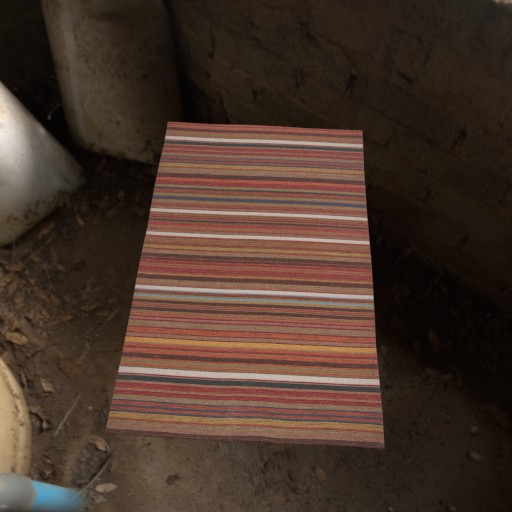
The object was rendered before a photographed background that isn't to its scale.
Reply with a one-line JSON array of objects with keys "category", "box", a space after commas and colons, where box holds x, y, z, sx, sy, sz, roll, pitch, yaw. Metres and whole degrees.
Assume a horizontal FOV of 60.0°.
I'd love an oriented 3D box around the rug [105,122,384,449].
[{"category": "rug", "box": [0.000, 0.000, 2.343, 1.217, 0.007, 1.828, 3, 63, 2]}]
